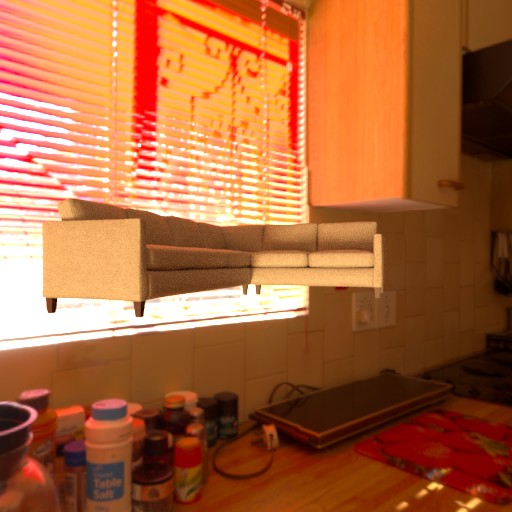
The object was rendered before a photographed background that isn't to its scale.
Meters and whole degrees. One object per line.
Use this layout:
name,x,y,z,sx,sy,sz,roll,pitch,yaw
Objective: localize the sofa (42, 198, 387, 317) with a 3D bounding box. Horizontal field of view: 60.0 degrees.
sofa,0.000,0.000,4.637,2.522,0.934,3.333,0,-1,19
